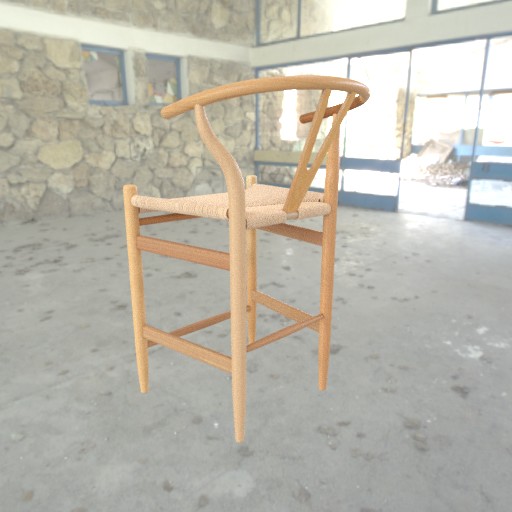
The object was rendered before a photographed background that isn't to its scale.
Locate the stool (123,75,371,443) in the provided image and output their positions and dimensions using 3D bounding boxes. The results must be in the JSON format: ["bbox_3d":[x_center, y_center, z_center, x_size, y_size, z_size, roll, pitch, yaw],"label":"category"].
[{"bbox_3d":[0.000,0.000,1.290,0.536,0.923,0.575,-14,20,-42],"label":"stool"}]
